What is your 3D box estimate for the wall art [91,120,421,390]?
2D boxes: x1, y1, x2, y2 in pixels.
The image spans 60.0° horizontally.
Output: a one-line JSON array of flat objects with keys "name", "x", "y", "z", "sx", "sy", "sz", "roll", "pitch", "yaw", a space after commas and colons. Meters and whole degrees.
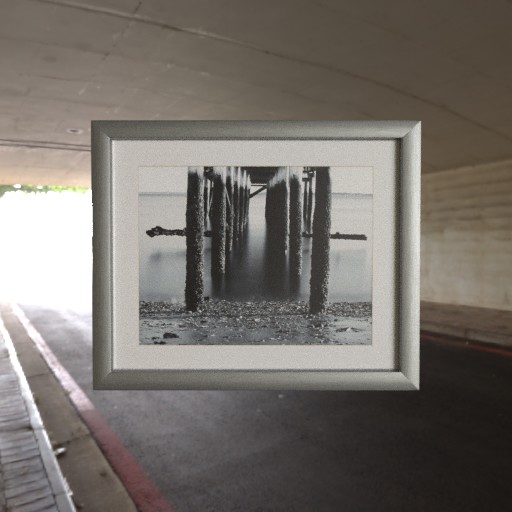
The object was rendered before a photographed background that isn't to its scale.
[{"name": "wall art", "x": 0.000, "y": 0.000, "z": 0.761, "sx": 0.556, "sy": 0.457, "sz": 0.028, "roll": 0, "pitch": 1, "yaw": 0}]
